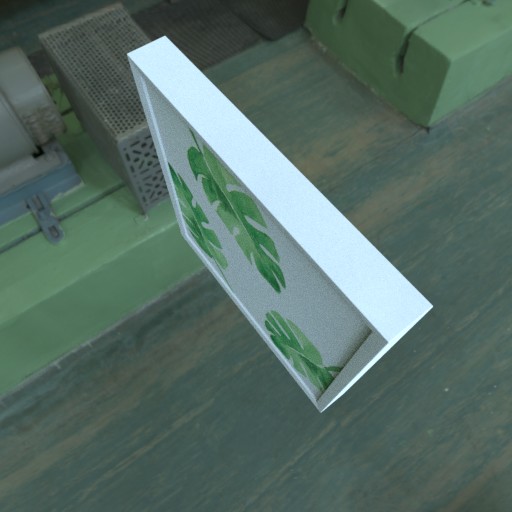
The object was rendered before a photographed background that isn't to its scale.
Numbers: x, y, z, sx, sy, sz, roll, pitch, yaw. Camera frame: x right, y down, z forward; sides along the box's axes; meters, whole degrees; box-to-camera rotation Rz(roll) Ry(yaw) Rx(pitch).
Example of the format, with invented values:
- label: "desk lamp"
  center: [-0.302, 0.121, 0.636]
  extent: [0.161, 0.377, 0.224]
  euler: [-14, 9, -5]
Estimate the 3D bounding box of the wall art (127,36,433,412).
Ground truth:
- label: "wall art"
  center: [0.000, 0.000, 0.452]
  extent: [0.038, 0.305, 0.305]
  euler: [-34, 68, -16]
